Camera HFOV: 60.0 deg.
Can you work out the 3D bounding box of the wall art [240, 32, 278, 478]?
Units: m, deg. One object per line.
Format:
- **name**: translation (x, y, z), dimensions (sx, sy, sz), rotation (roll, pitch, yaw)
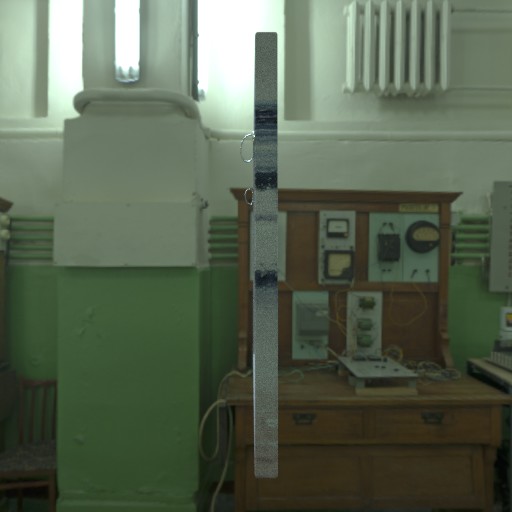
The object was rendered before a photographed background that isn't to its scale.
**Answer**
- **wall art**: translation (0.000, 0.000, 1.116), dimensions (0.065, 0.747, 0.755), rotation (0, 0, -1)
